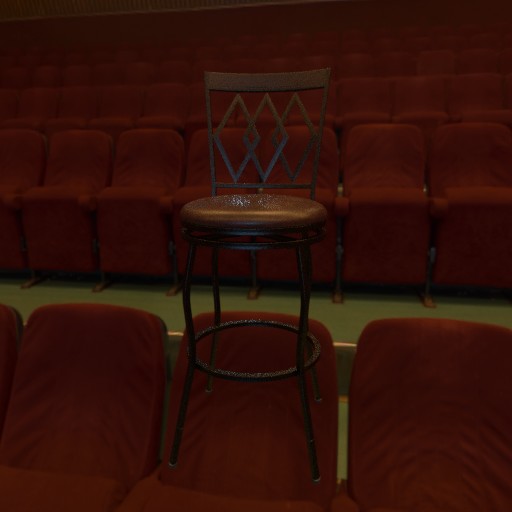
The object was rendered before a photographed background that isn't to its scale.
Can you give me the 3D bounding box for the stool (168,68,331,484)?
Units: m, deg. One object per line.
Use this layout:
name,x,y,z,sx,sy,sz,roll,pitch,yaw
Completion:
stool,0.000,0.000,1.351,0.432,1.134,0.521,2,13,8
